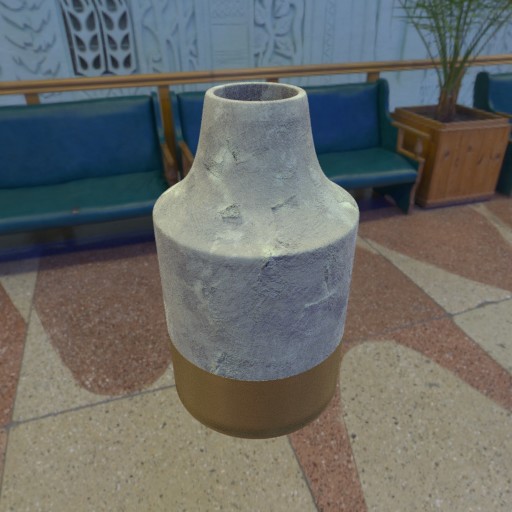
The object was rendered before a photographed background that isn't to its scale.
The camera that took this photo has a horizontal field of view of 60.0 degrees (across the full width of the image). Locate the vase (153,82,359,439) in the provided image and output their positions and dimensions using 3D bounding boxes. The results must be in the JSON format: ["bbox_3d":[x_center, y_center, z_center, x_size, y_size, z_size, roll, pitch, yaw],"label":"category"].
[{"bbox_3d":[0.000,0.000,0.428,0.184,0.305,0.184,0,32,0],"label":"vase"}]
